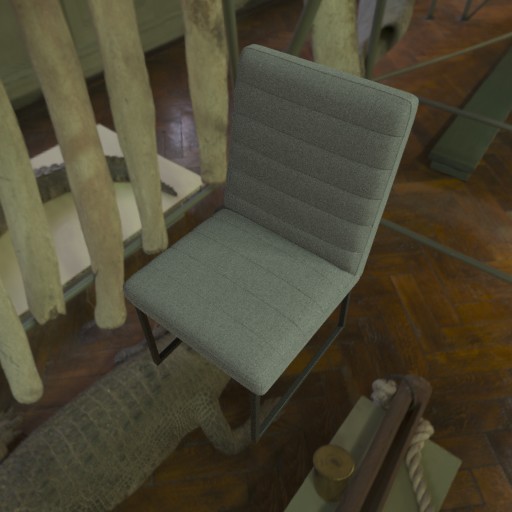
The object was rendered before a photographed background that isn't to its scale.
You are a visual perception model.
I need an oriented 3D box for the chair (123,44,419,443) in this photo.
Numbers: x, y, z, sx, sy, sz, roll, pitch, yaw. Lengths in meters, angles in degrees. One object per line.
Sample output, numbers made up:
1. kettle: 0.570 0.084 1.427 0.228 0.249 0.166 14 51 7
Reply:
1. chair: 0.000 0.000 1.311 0.520 0.930 0.634 30 54 24
